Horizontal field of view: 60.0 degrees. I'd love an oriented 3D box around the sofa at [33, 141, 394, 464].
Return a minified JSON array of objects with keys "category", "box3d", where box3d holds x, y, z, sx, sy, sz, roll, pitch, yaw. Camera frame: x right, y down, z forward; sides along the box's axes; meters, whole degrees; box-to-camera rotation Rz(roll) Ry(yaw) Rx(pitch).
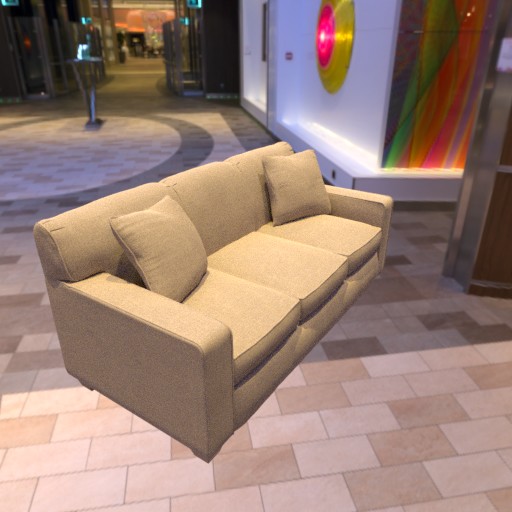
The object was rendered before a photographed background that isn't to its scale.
[{"category":"sofa","box3d":[0.000,0.000,2.580,0.997,0.958,2.024,16,30,30]}]
